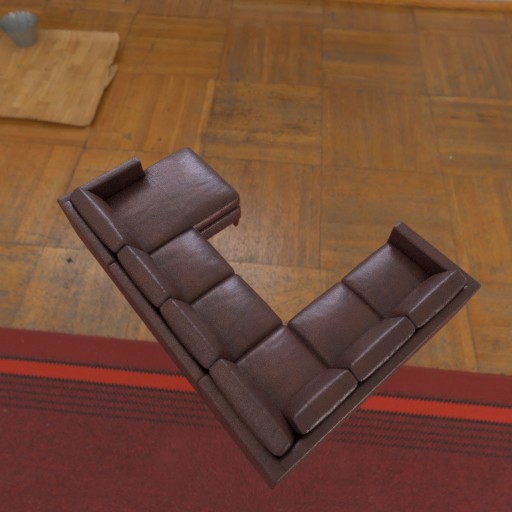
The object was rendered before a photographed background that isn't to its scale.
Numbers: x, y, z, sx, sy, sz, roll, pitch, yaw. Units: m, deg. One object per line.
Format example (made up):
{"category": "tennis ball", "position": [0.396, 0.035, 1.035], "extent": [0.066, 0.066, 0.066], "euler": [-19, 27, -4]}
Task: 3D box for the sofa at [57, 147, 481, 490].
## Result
{"category": "sofa", "position": [0.000, 0.000, 4.425], "extent": [2.452, 0.891, 3.324], "euler": [-35, 64, -20]}
